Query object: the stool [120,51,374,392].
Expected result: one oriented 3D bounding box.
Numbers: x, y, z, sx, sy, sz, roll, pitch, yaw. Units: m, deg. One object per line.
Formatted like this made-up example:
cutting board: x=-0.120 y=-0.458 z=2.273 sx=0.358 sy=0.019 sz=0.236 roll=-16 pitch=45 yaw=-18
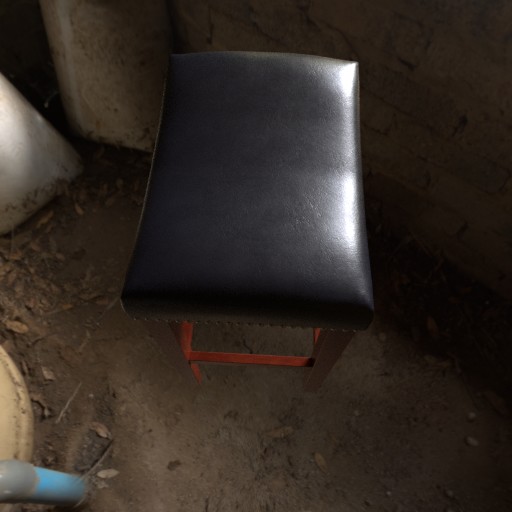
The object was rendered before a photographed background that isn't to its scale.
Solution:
stool: x=0.000 y=0.000 z=1.028 sx=0.372 sy=0.742 sz=0.504 roll=3 pitch=64 yaw=1
